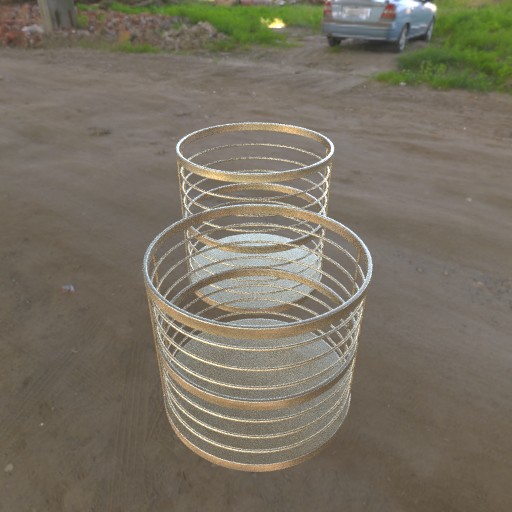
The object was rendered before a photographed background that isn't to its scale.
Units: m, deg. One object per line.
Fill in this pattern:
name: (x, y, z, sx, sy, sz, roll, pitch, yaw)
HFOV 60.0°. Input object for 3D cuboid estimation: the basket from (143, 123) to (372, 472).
basket: (0.000, 0.000, 0.934, 0.356, 0.351, 0.746, 0, 32, -1)
